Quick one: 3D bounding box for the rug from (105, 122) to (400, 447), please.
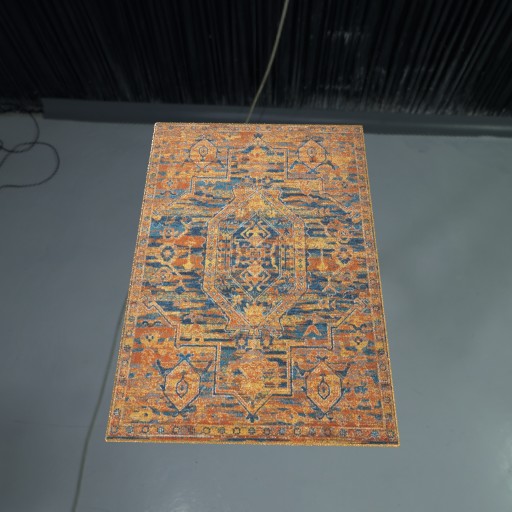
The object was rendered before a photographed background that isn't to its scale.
[{"bbox_3d":[0.000,0.000,3.722,2.043,0.019,2.916,1,63,0],"label":"rug"}]
